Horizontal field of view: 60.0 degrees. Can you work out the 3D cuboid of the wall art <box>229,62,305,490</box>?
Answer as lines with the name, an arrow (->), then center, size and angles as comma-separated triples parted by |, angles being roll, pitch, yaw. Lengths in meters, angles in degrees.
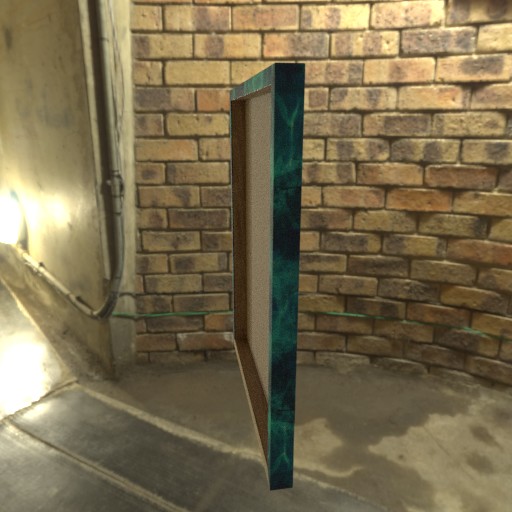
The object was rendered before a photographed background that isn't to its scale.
wall art -> 0.000, 0.000, 0.863 | 0.038, 0.635, 0.508 | -3, 17, -9
